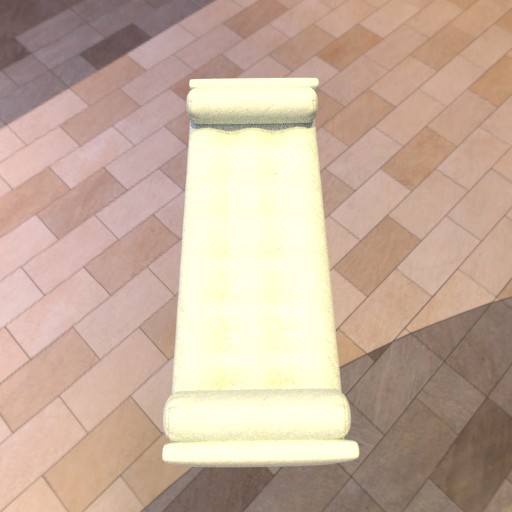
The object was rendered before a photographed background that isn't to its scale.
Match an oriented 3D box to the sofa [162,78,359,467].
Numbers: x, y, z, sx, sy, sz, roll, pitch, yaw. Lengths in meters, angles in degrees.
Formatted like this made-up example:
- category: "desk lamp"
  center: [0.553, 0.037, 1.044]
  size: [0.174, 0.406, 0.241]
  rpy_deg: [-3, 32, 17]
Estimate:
- category: "sofa"
  center: [0.000, 0.000, 2.446]
  size: [0.796, 0.705, 2.102]
  rpy_deg: [-1, 63, 0]
